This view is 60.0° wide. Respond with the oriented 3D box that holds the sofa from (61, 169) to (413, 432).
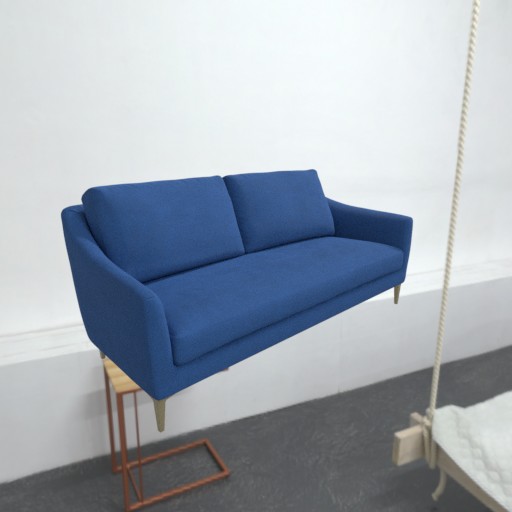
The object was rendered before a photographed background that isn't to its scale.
[{"bbox_3d":[0.000,0.000,2.587,0.960,0.903,2.036,15,22,43],"label":"sofa"}]
